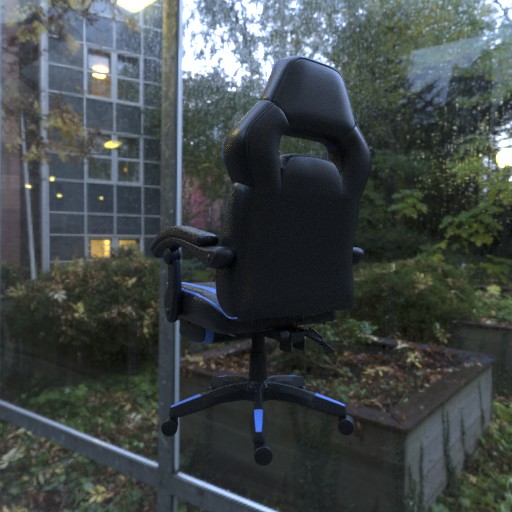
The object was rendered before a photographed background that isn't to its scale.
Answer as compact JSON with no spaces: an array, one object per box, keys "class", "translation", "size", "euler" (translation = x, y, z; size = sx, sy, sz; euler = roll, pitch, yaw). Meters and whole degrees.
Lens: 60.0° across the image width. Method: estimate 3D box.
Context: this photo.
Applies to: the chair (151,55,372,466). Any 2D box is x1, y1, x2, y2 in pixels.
[{"class":"chair","translation":[0.000,0.000,1.697],"size":[0.700,1.280,0.700],"euler":[-1,1,-37]}]
